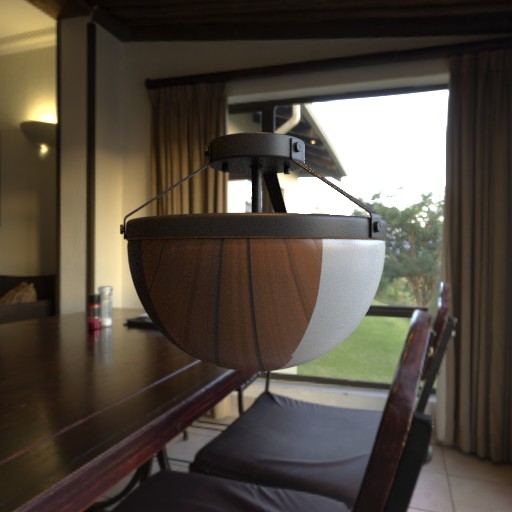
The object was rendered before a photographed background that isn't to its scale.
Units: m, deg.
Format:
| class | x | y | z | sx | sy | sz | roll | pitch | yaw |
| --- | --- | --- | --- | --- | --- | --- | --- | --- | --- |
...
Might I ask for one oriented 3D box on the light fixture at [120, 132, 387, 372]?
| class | x | y | z | sx | sy | sz | roll | pitch | yaw |
| --- | --- | --- | --- | --- | --- | --- | --- | --- | --- |
| light fixture | 0.000 | 0.000 | 0.538 | 0.304 | 0.269 | 0.304 | 0 | 1 | 0 |
